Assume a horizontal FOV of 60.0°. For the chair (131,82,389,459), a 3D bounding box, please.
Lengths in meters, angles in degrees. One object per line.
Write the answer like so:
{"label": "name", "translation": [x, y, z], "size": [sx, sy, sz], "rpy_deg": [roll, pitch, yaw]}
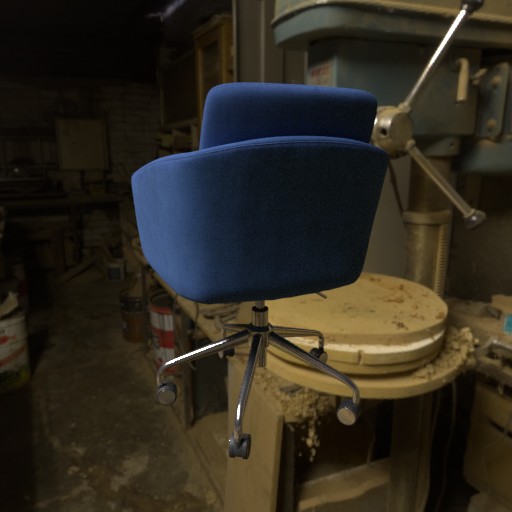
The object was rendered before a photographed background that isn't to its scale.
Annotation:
{"label": "chair", "translation": [0.000, 0.000, 1.339], "size": [0.641, 0.908, 0.635], "rpy_deg": [-7, 16, -25]}
